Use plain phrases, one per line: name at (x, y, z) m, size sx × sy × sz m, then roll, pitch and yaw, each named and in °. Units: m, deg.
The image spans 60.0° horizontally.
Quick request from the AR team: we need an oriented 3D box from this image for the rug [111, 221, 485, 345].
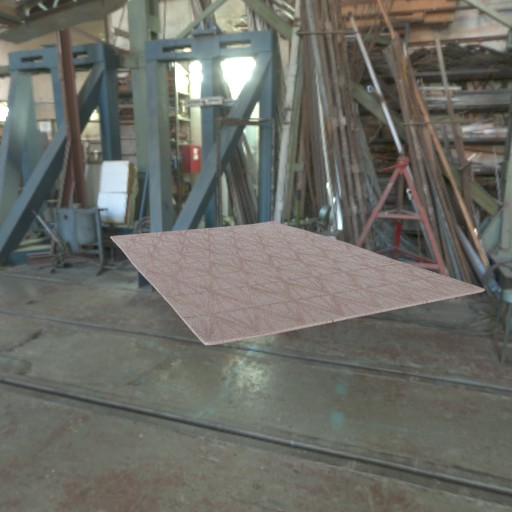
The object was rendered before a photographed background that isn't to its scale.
rug at (0.000, 0.000, 2.357) m, size 1.230 × 0.025 × 1.837 m, roll -7°, pitch 15°, yaw -25°
